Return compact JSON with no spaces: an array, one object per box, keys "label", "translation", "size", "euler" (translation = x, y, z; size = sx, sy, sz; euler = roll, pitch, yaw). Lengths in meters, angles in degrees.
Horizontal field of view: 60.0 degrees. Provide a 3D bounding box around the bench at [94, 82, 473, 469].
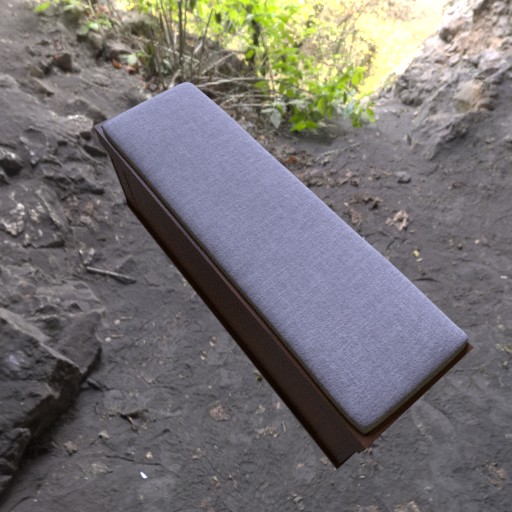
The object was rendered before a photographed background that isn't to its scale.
[{"label":"bench","translation":[0.000,0.000,1.380],"size":[0.367,0.468,1.196],"euler":[-34,64,-19]}]
